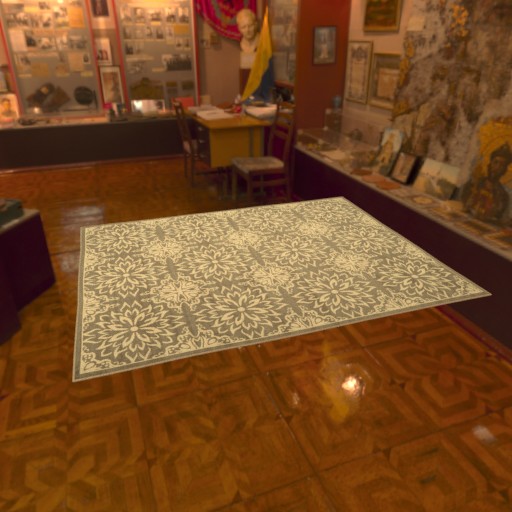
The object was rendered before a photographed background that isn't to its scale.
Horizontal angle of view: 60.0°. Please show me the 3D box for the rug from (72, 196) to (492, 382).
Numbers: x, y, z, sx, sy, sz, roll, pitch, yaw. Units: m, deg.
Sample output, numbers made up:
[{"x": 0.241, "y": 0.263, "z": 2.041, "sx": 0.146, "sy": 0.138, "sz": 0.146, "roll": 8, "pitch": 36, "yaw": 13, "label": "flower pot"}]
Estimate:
[{"x": 0.000, "y": 0.000, "z": 3.933, "sx": 2.980, "sy": 0.012, "sz": 2.363, "roll": -9, "pitch": 28, "yaw": -16, "label": "rug"}]
